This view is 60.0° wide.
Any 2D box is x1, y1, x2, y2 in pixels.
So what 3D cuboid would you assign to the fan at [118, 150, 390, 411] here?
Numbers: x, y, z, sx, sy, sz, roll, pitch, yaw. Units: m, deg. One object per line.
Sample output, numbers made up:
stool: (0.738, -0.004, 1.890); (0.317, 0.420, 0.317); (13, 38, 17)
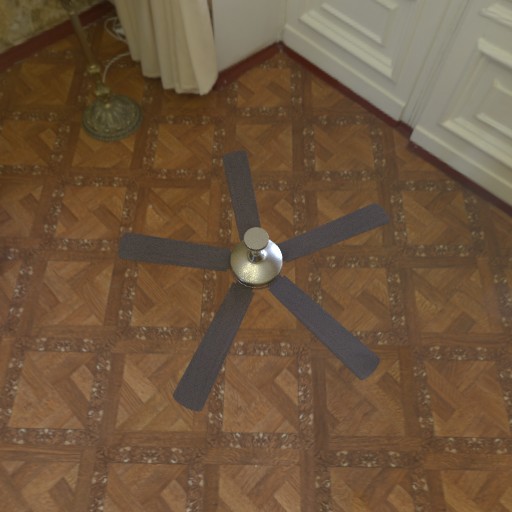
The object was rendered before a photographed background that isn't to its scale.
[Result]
fan: (0.000, 0.000, 2.017); (1.321, 0.356, 1.321); (0, 65, 0)
